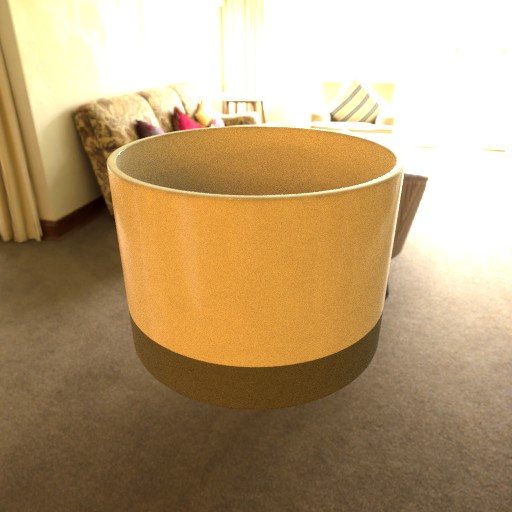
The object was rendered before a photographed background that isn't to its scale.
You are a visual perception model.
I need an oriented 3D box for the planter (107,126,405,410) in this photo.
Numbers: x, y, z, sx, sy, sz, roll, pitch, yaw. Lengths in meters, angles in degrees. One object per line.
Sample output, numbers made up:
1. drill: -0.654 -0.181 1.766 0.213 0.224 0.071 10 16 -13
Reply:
1. planter: 0.000 0.000 0.222 0.128 0.105 0.128 0 26 0
